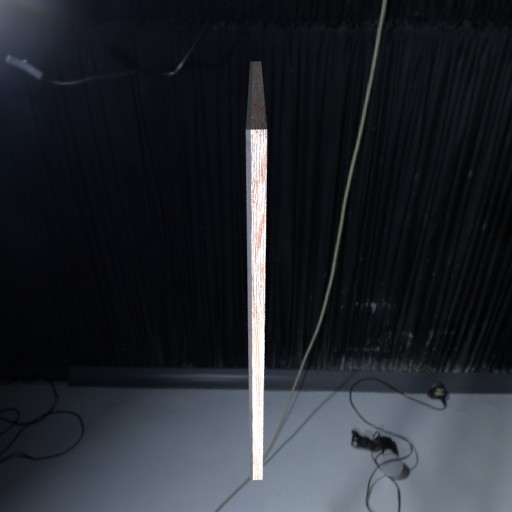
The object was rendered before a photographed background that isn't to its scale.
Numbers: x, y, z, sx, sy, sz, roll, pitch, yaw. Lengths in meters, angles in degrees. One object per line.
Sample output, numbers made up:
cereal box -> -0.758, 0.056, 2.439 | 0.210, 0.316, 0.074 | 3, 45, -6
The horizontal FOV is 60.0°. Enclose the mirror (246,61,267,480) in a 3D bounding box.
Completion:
mirror -> 0.000, 0.000, 1.206 | 0.032, 0.882, 0.730 | 0, 31, 0
